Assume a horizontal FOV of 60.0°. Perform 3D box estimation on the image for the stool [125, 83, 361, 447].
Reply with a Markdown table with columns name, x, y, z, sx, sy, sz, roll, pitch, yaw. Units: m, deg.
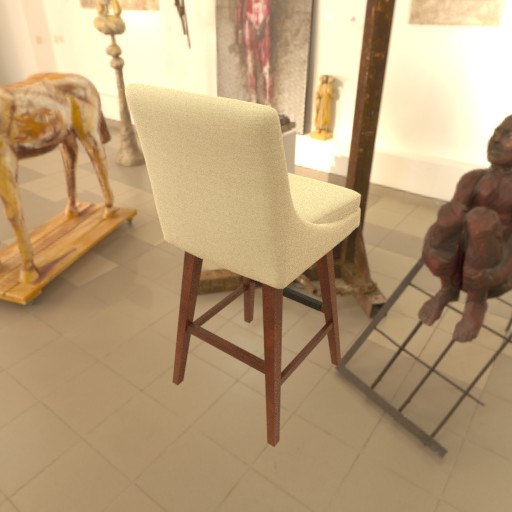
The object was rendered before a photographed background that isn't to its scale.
| name | x | y | z | sx | sy | sz | roll | pitch | yaw |
| --- | --- | --- | --- | --- | --- | --- | --- | --- | --- |
| stool | 0.000 | 0.000 | 1.435 | 0.470 | 1.097 | 0.559 | 21 | 37 | 30 |
